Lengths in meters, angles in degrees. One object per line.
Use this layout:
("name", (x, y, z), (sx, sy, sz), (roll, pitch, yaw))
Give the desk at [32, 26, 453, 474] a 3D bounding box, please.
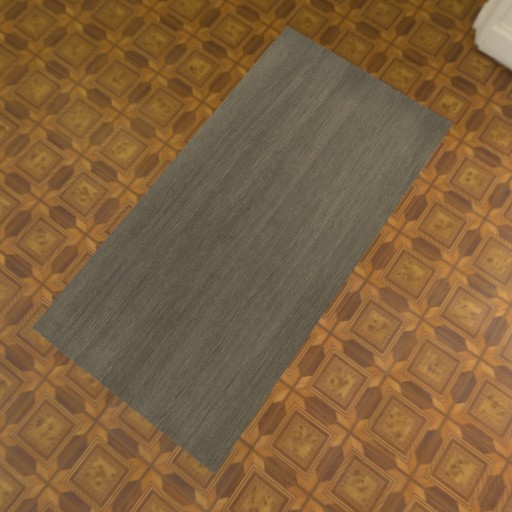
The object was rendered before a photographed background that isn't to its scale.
("desk", (0.000, 0.000, 1.510), (0.560, 0.735, 1.097), (35, 77, 9))
